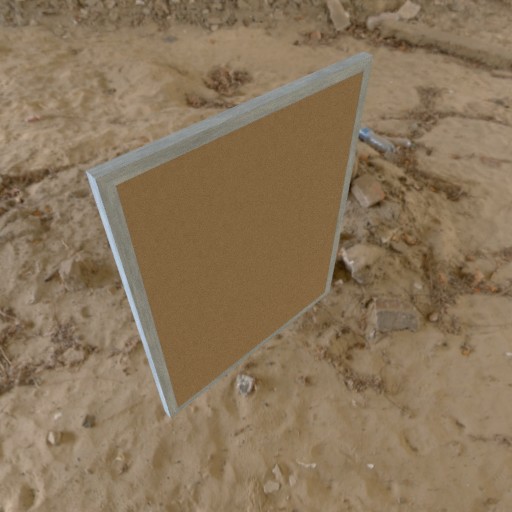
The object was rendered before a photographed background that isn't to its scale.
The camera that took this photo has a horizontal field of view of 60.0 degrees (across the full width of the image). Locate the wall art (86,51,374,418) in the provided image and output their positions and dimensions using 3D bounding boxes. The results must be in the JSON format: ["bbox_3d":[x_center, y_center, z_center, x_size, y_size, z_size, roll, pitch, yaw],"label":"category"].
[{"bbox_3d":[0.000,0.000,0.794,0.479,0.582,0.022,-33,54,-28],"label":"wall art"}]
